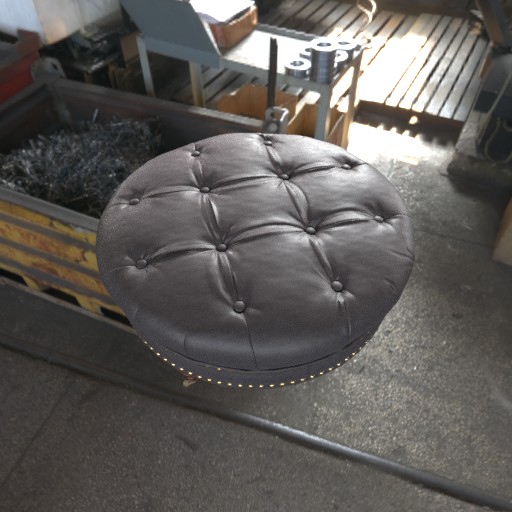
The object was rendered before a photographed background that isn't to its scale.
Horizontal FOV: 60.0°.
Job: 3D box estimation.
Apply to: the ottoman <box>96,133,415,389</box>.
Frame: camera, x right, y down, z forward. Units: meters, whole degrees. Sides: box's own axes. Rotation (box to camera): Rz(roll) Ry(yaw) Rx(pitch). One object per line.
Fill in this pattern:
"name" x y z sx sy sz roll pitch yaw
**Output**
"ottoman" 0.000 0.000 1.390 0.901 0.439 0.901 0 48 0
